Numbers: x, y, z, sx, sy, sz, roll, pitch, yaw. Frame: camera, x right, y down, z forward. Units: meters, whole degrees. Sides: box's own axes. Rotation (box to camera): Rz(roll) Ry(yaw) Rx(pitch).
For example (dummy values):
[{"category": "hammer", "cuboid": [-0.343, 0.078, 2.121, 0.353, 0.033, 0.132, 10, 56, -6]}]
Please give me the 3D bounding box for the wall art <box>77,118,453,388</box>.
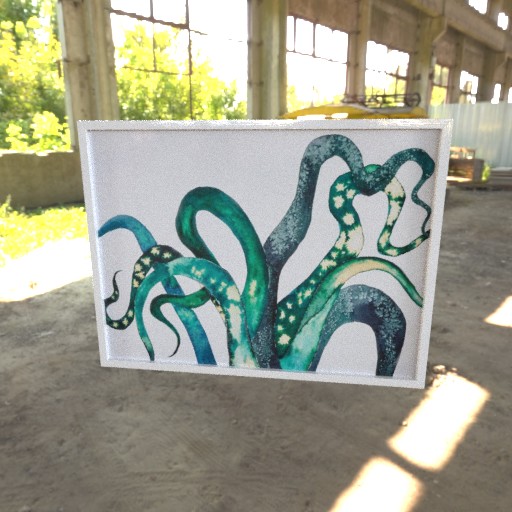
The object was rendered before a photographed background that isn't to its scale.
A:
[{"category": "wall art", "cuboid": [0.000, 0.000, 1.343, 1.041, 0.787, 0.053, 2, 15, 7]}]
